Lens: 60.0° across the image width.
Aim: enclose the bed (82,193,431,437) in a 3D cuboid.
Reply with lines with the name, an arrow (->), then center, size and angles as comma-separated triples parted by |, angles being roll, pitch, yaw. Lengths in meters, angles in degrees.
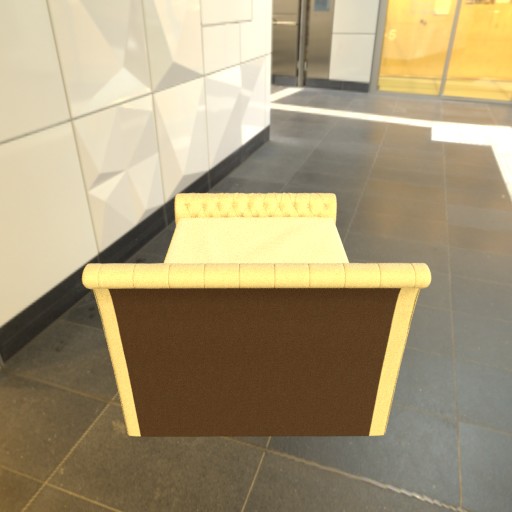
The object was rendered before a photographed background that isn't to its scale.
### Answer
bed -> 0.000, 0.000, 3.398 | 1.606, 1.268, 2.493 | 0, 30, 0
